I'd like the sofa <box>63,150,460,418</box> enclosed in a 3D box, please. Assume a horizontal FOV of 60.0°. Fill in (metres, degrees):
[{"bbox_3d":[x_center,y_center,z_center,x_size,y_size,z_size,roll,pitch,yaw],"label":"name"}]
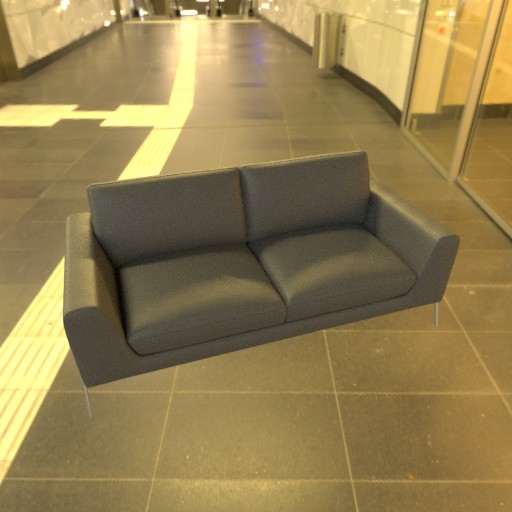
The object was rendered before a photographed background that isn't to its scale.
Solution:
[{"bbox_3d":[0.000,0.000,2.538,2.017,0.875,0.953,-10,34,-16],"label":"sofa"}]
